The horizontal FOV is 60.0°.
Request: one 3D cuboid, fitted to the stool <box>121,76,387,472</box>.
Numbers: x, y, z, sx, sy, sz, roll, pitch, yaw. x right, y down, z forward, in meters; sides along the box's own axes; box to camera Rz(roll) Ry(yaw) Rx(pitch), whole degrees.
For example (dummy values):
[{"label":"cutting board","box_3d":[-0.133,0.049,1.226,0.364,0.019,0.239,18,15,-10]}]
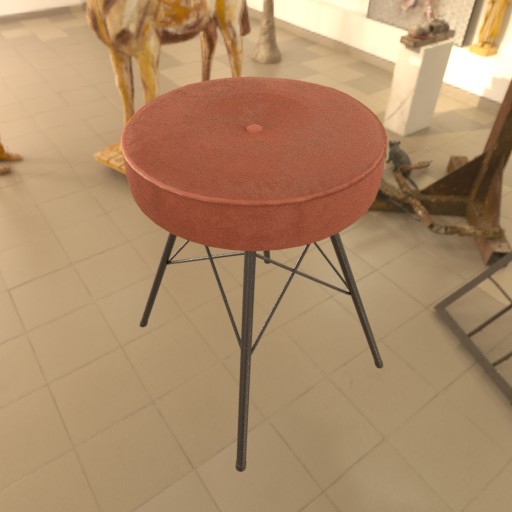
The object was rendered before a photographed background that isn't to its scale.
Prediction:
[{"label":"stool","box_3d":[0.000,0.000,0.887,0.421,0.593,0.457,-26,49,-26]}]
